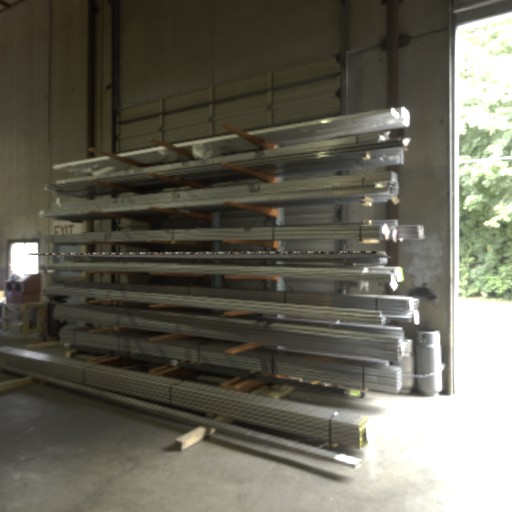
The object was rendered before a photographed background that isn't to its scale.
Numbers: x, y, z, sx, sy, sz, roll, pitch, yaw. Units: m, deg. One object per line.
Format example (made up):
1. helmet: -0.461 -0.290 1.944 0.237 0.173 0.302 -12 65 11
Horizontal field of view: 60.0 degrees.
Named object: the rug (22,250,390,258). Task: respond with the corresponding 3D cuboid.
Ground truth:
1. rug: 0.000 0.000 4.303 2.431 0.017 3.291 0 -1 18
